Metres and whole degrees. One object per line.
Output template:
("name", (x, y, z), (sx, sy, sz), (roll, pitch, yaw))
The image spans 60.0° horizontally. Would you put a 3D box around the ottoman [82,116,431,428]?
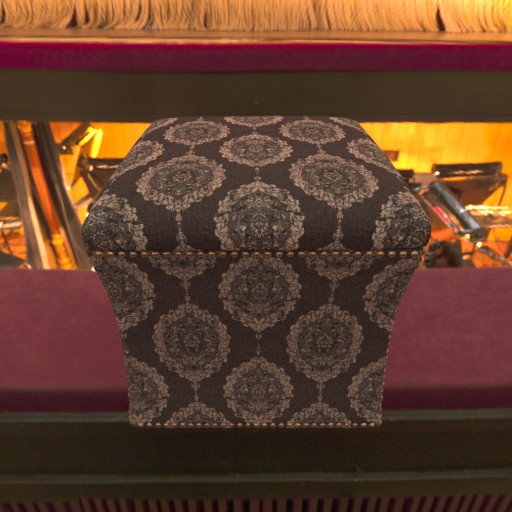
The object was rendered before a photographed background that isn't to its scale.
("ottoman", (0.000, 0.000, 0.902), (0.497, 0.475, 0.507), (0, 32, 0))
